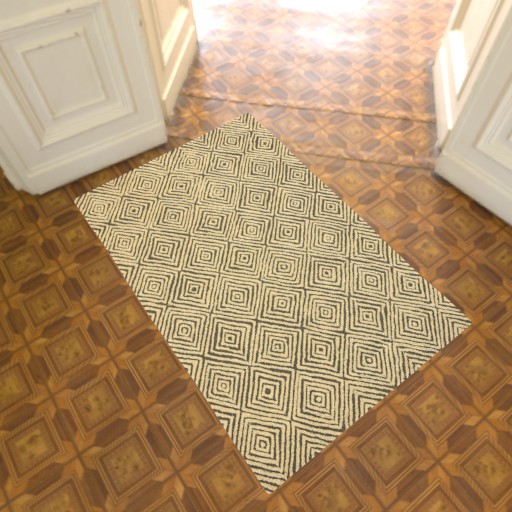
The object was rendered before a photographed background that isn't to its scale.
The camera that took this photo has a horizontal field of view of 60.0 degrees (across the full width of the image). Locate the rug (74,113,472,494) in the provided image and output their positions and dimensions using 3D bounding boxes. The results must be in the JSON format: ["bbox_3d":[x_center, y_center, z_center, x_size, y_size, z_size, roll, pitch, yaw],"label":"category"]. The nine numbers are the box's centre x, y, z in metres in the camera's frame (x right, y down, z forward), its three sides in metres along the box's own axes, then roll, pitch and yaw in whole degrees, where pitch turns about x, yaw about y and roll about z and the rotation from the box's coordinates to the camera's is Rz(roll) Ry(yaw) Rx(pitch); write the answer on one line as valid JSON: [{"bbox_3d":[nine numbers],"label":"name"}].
[{"bbox_3d":[0.000,0.000,2.212,1.177,0.004,1.750,-32,64,-18],"label":"rug"}]
